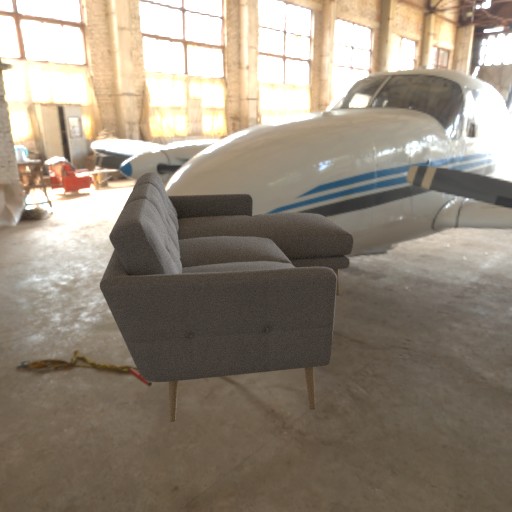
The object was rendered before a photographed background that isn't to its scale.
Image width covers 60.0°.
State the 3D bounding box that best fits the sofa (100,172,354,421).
[{"bbox_3d":[0.000,0.000,2.720,1.530,0.860,2.040,-3,17,-10],"label":"sofa"}]
